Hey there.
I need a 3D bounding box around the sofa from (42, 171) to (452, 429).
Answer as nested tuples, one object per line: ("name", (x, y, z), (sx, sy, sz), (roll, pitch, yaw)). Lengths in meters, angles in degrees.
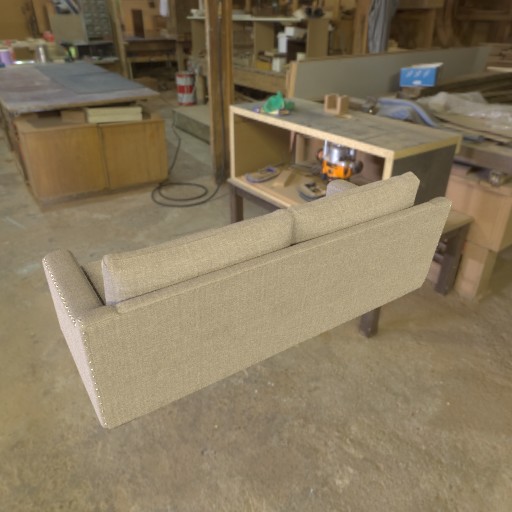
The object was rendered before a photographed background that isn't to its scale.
("sofa", (0.000, 0.000, 2.663), (2.208, 0.857, 1.000), (-18, 35, -28))
